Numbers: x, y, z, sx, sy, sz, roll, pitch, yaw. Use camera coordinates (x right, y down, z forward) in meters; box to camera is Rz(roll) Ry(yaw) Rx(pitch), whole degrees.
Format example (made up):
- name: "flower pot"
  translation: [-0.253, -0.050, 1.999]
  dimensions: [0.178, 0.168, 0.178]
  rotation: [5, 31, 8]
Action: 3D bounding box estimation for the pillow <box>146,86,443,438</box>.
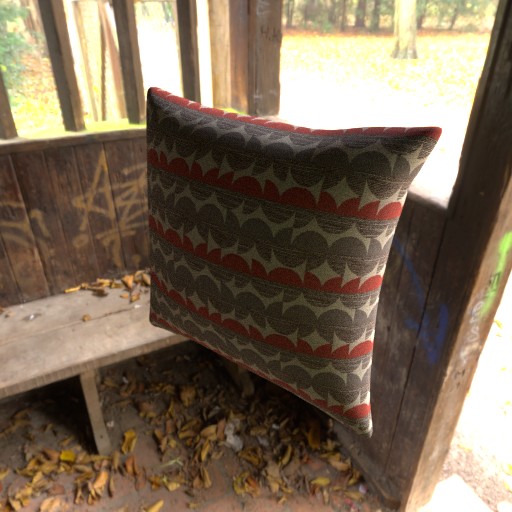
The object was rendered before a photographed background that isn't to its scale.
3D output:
- name: "pillow"
  translation: [0.000, 0.000, 0.625]
  dimensions: [0.420, 0.410, 0.180]
  rotation: [19, 36, 29]
